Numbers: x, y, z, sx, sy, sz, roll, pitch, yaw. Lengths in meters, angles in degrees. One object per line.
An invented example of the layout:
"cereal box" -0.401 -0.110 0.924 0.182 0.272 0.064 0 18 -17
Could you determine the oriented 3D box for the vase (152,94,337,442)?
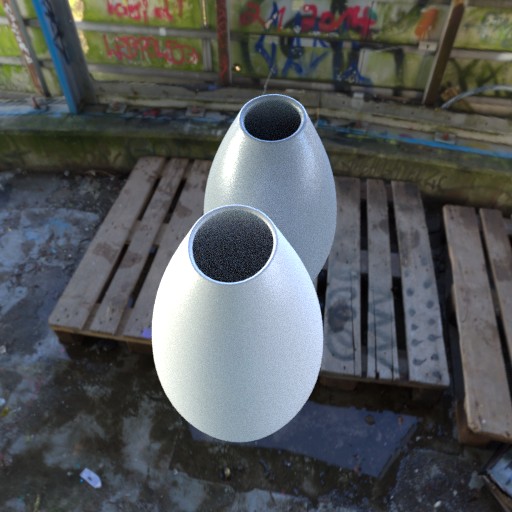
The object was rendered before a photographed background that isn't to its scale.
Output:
"vase" 0.000 0.000 0.258 0.089 0.131 0.187 8 48 7
